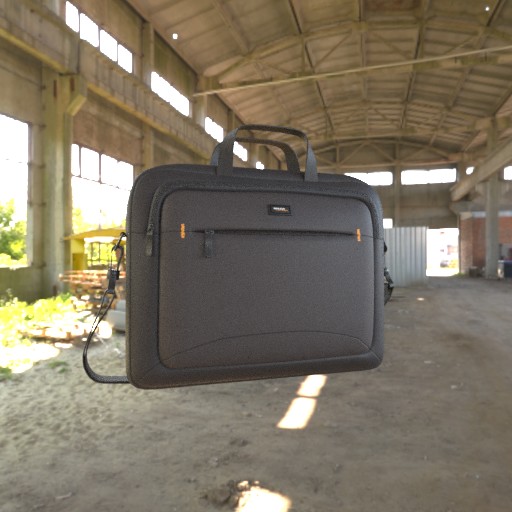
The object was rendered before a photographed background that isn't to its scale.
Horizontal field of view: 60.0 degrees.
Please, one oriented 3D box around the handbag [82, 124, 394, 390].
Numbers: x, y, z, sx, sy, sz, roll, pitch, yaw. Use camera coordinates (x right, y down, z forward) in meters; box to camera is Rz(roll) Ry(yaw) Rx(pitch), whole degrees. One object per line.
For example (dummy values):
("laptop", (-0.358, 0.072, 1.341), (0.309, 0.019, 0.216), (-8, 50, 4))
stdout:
("handbag", (0.000, 0.000, 0.585), (0.429, 0.330, 0.126), (0, -1, -19))
